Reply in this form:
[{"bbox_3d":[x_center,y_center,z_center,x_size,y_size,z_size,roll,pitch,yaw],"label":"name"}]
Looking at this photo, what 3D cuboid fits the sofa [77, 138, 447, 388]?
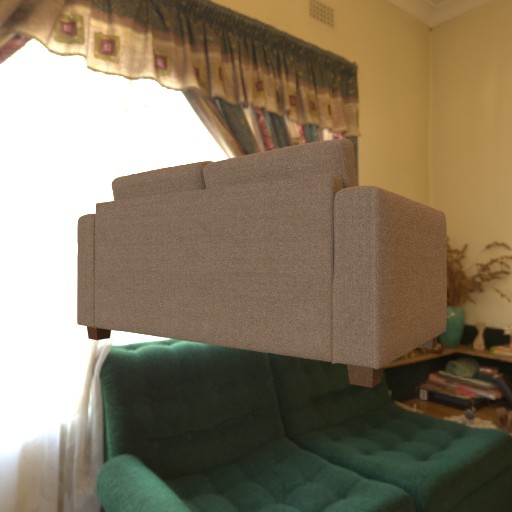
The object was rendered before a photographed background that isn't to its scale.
[{"bbox_3d":[0.000,0.000,2.062,1.520,0.800,0.900,0,-1,35],"label":"sofa"}]
